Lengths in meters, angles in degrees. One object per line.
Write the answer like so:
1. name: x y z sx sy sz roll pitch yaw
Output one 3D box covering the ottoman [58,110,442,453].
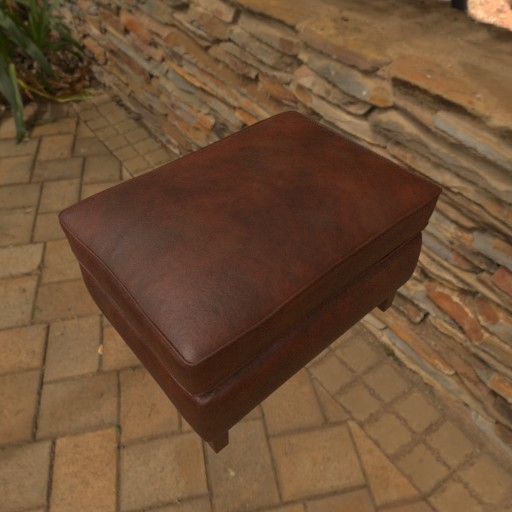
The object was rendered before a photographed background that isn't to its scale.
1. ottoman: 0.000 0.000 1.009 0.665 0.432 0.501 -32 53 -27
